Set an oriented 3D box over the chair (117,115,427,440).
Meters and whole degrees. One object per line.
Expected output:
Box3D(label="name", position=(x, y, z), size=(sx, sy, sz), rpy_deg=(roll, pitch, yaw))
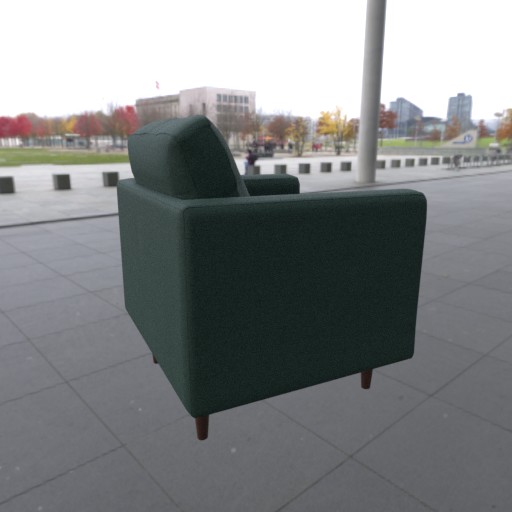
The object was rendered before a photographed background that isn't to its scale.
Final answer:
Box3D(label="chair", position=(0.000, 0.000, 1.574), size=(0.800, 0.927, 0.855), rpy_deg=(-7, 16, -26))
